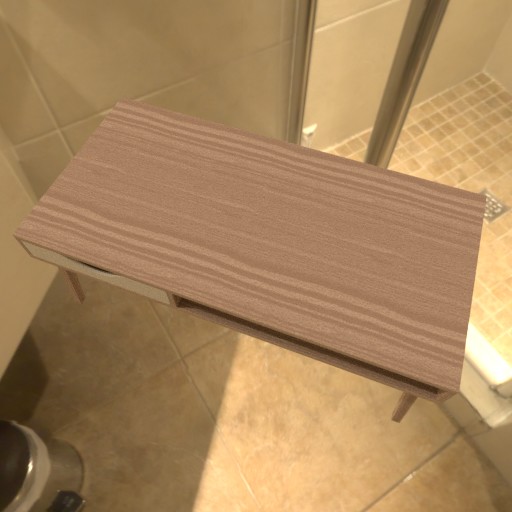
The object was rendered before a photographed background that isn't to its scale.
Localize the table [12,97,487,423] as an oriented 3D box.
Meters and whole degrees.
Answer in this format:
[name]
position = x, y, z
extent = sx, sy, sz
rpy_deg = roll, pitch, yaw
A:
[table]
position = 0.000, 0.000, 1.438
extent = 1.200, 0.450, 0.600
rpy_deg = 18, 61, 11
